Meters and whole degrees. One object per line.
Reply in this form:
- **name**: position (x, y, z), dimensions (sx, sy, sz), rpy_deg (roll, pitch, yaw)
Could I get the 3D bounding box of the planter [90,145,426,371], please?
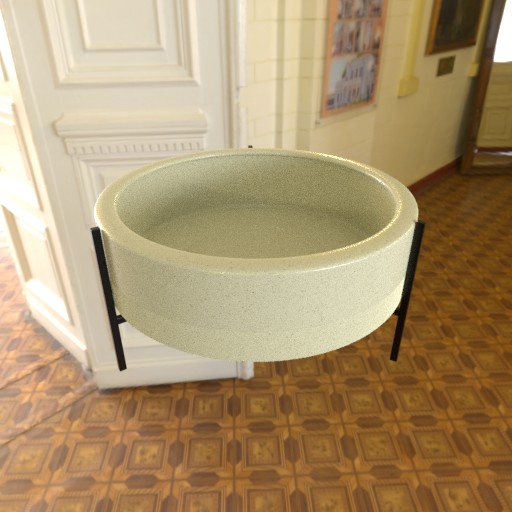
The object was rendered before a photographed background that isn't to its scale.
- **planter**: position (0.000, 0.000, 0.525), dimensions (0.336, 0.171, 0.345), rpy_deg (-1, 30, -2)
